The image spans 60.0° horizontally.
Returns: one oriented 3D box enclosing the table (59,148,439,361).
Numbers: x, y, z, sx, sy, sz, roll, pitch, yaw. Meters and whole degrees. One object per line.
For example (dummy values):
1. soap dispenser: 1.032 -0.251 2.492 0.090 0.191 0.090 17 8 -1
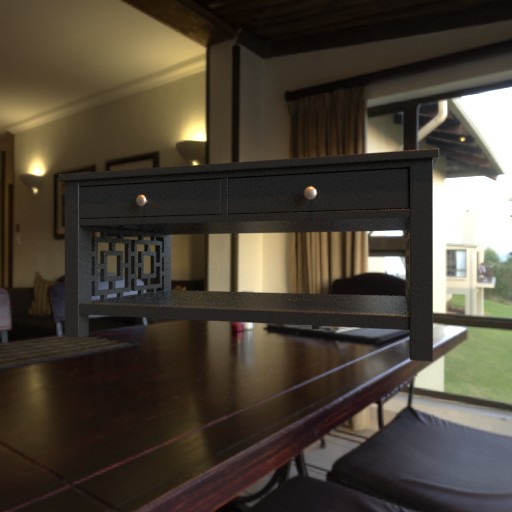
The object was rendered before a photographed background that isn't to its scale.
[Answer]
1. table: 0.000 0.000 1.458 1.068 0.493 0.612 0 0 18
